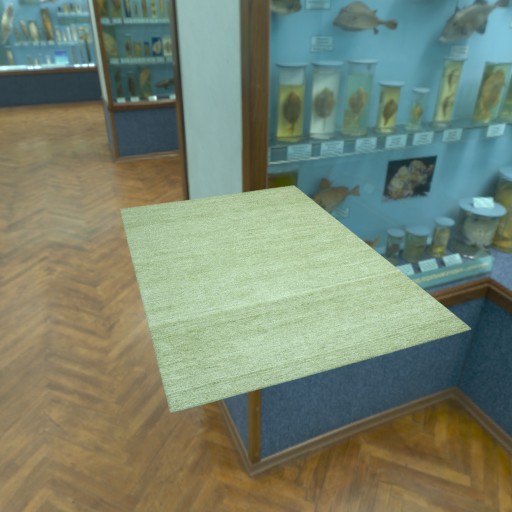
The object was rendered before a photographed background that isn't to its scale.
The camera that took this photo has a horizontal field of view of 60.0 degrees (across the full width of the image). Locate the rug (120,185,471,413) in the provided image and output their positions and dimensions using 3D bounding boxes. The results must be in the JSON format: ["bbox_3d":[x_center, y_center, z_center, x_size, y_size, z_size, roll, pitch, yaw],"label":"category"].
[{"bbox_3d":[0.000,0.000,3.033,1.606,0.017,2.270,-10,31,-17],"label":"rug"}]
